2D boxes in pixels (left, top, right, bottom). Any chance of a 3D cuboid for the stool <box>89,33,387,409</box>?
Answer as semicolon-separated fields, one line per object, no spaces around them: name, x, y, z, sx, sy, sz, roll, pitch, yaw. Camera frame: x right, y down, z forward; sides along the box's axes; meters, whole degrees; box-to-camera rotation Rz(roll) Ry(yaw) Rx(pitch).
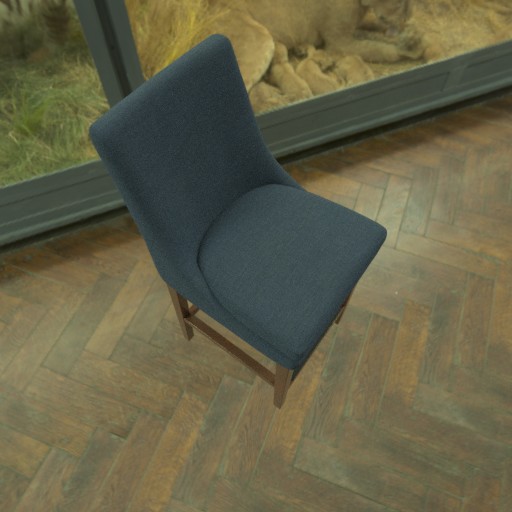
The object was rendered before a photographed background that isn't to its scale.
stool;0.000;0.000;1.284;0.577;0.981;0.470;32;63;18
